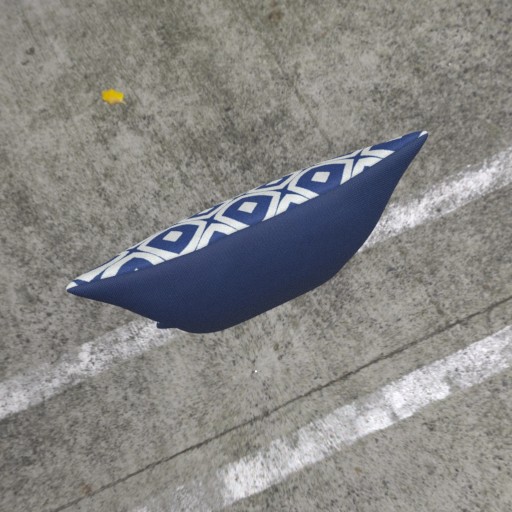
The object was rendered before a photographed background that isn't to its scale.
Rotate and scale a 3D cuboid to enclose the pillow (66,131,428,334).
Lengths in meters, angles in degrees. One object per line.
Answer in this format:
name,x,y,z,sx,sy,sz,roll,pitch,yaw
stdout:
pillow,0.000,0.000,0.796,0.504,0.494,0.188,-24,77,-6
